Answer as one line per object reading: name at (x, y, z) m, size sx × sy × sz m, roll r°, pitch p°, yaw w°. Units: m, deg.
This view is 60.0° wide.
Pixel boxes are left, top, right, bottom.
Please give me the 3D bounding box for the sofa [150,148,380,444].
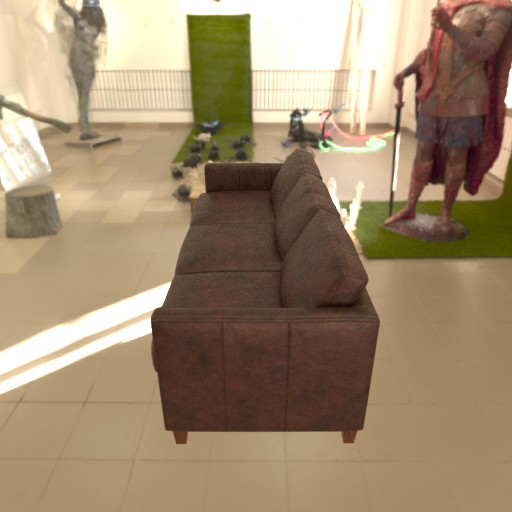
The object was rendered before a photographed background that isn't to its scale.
sofa at (0.000, 0.000, 3.073) m, size 1.045 × 1.006 × 2.464 m, roll 0°, pitch 27°, yaw 0°
